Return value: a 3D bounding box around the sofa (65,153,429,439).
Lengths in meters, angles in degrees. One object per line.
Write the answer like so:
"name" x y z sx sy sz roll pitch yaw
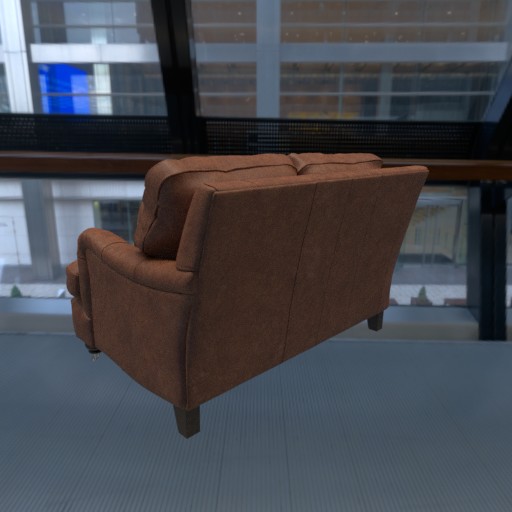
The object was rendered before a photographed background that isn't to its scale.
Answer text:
"sofa" 0.000 0.000 2.207 1.077 1.004 1.527 14 20 43
